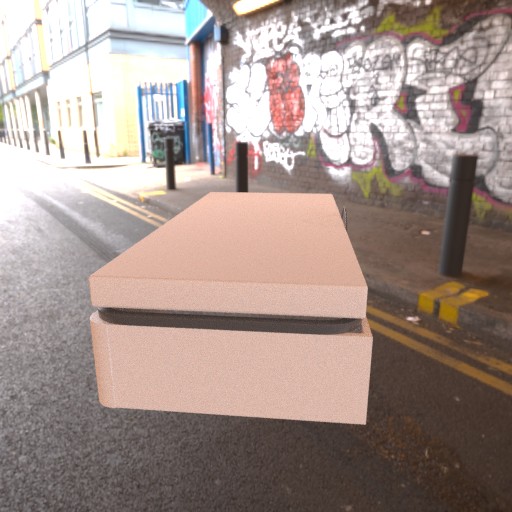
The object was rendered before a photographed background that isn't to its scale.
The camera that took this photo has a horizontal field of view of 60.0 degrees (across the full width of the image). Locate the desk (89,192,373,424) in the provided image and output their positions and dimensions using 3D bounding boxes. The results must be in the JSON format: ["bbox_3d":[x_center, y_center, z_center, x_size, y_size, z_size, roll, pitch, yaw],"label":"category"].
[{"bbox_3d":[0.000,0.000,2.270,0.900,0.526,1.900,2,16,6],"label":"desk"}]
